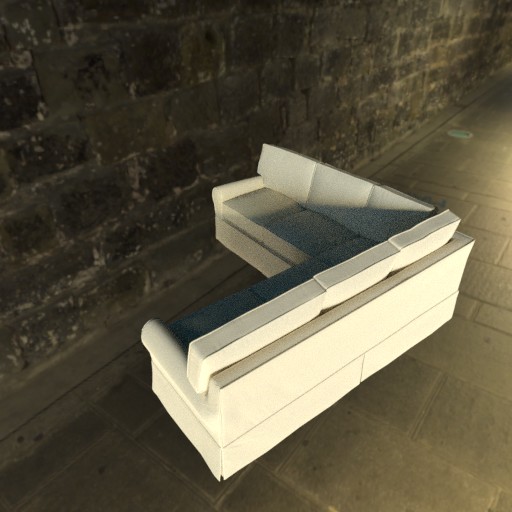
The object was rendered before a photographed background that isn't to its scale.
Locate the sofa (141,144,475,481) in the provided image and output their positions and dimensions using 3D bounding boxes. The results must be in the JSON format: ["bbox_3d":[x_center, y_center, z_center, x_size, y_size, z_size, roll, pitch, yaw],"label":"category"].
[{"bbox_3d":[0.000,0.000,3.985,2.597,1.070,2.591,-23,39,-31],"label":"sofa"}]
